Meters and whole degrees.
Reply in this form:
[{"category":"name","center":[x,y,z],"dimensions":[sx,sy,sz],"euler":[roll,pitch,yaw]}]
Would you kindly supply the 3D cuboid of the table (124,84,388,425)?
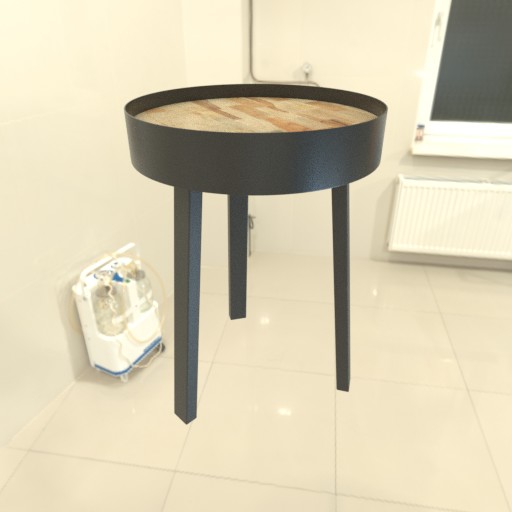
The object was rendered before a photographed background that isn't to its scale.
[{"category":"table","center":[0.000,0.000,0.840],"dimensions":[0.406,0.559,0.406],"euler":[0,29,0]}]
